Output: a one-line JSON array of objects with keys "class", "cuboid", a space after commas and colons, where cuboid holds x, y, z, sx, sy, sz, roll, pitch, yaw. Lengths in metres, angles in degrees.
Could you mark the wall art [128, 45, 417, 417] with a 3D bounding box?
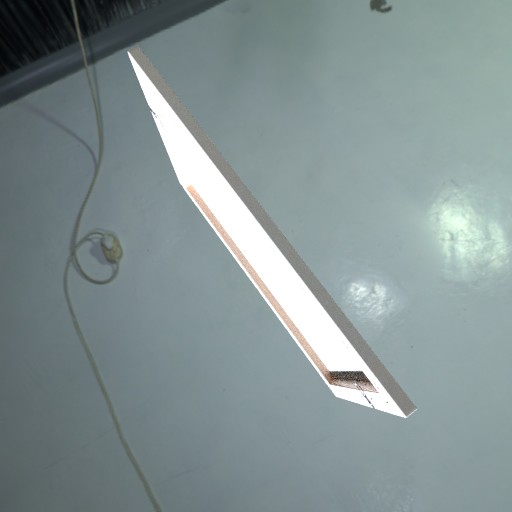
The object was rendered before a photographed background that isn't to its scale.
[{"class": "wall art", "cuboid": [0.000, 0.000, 1.585, 0.042, 0.912, 1.219, -35, 78, -8]}]
